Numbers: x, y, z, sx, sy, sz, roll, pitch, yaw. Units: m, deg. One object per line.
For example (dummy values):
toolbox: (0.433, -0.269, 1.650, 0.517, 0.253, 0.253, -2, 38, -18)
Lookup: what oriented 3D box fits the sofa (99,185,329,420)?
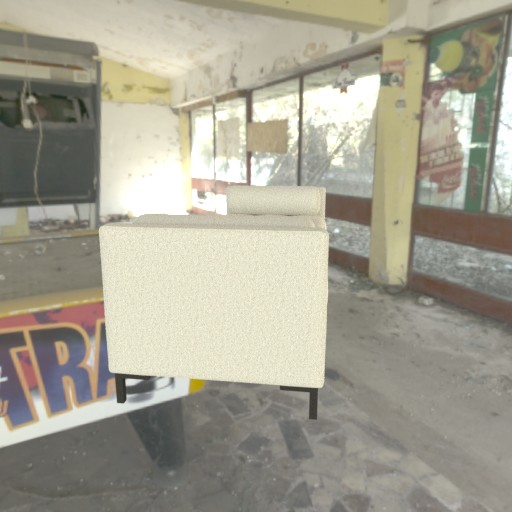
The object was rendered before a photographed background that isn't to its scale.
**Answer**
sofa: (0.000, 0.000, 2.361, 0.746, 0.641, 1.985, 2, 13, 8)
